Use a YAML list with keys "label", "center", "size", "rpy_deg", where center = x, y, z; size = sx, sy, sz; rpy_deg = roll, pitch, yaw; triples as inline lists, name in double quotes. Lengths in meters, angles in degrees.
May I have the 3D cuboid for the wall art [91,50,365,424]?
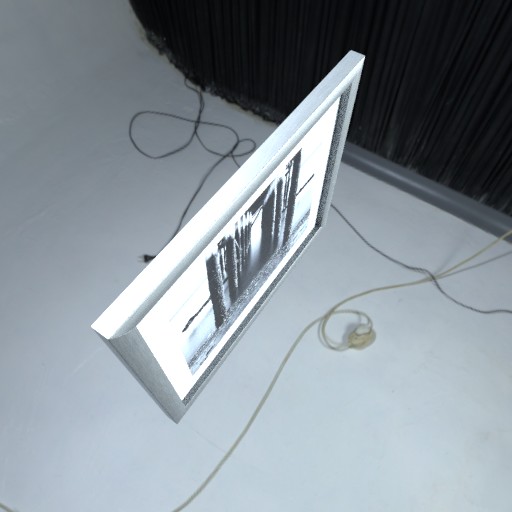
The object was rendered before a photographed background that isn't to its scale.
- label: "wall art"
  center: [0.000, 0.000, 0.763]
  size: [0.028, 0.457, 0.556]
  rpy_deg: [31, 64, 17]
